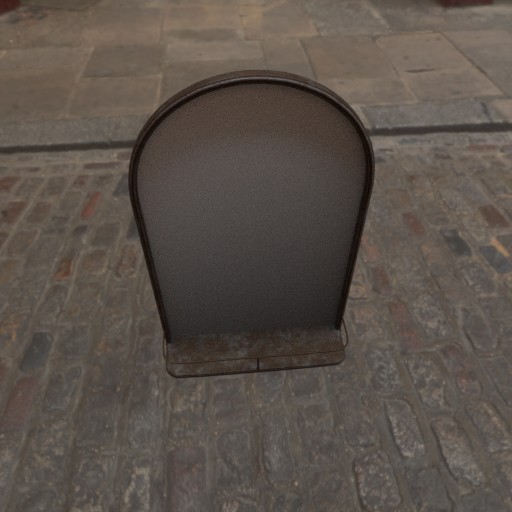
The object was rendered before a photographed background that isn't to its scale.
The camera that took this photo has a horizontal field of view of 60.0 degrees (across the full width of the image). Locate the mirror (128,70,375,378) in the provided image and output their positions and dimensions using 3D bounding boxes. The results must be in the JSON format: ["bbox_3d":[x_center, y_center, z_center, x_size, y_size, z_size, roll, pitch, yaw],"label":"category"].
[{"bbox_3d":[0.000,0.000,0.986,0.510,0.770,0.137,-4,45,-4],"label":"mirror"}]
